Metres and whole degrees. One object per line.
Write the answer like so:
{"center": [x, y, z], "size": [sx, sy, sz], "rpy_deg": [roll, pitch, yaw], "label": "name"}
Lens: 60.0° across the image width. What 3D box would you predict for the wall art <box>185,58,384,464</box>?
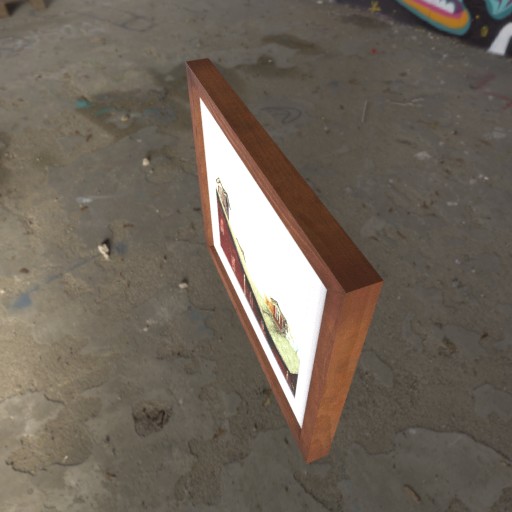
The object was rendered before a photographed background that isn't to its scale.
{"center": [0.000, 0.000, 0.550], "size": [0.030, 0.328, 0.401], "rpy_deg": [-16, 48, -15], "label": "wall art"}
